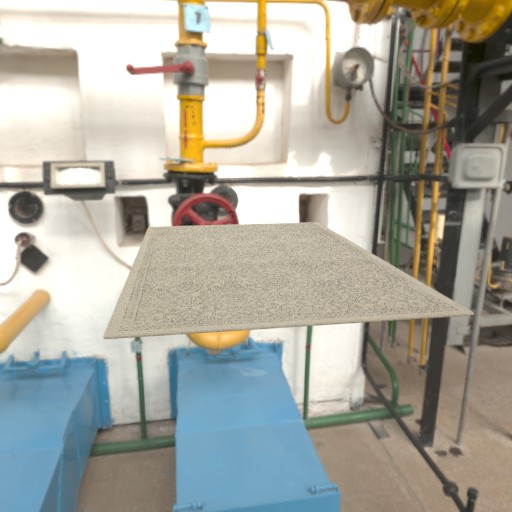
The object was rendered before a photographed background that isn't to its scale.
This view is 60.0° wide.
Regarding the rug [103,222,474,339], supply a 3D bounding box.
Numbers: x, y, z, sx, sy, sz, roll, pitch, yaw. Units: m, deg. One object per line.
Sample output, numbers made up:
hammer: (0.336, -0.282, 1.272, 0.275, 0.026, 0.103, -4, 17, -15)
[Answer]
rug: (0.000, 0.000, 2.289, 1.219, 0.010, 1.829, -2, 14, -9)
